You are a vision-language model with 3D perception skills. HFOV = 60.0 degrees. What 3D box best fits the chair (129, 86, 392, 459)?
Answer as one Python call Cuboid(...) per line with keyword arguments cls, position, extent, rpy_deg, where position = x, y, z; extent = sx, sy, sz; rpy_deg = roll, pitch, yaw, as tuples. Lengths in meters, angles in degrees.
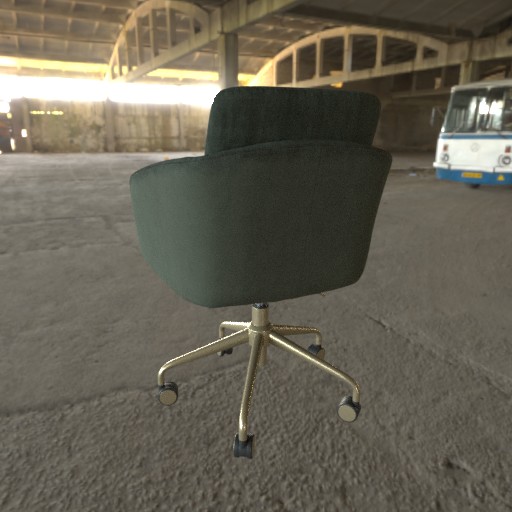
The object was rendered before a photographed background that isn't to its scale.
Cuboid(cls="chair", position=(0.000, 0.000, 1.341), extent=(0.641, 0.908, 0.635), rpy_deg=(-8, 17, -26))
